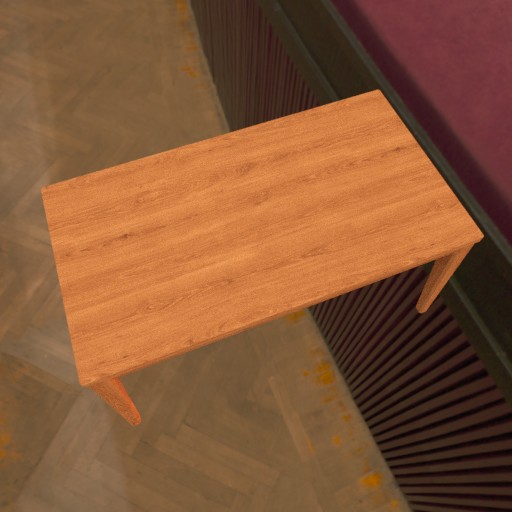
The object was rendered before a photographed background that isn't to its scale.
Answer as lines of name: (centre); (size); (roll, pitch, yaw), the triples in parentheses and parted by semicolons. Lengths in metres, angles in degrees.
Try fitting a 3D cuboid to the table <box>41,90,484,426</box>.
table: (0.000, 0.000, 2.072); (1.600, 0.760, 0.900); (-19, 64, -10)
